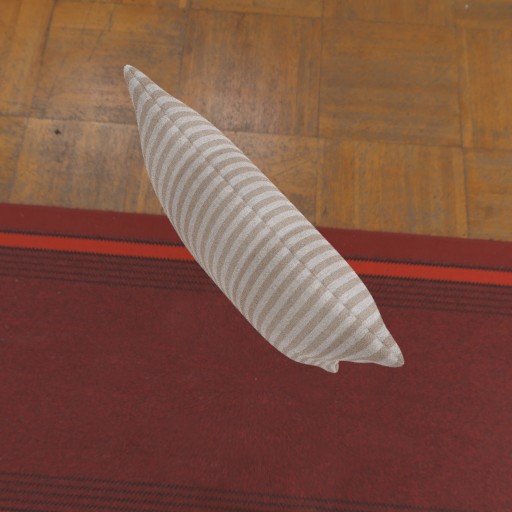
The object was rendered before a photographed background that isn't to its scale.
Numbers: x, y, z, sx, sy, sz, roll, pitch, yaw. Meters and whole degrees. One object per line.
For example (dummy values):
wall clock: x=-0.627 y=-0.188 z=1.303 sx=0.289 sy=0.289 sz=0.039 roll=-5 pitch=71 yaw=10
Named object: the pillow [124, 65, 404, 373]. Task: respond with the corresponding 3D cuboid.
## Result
pillow: x=0.000 y=0.000 z=0.784 sx=0.166 sy=0.510 sz=0.523 roll=-40 pitch=78 yaw=-10
